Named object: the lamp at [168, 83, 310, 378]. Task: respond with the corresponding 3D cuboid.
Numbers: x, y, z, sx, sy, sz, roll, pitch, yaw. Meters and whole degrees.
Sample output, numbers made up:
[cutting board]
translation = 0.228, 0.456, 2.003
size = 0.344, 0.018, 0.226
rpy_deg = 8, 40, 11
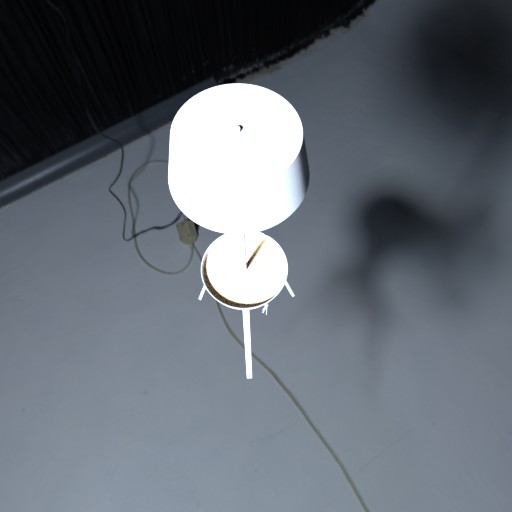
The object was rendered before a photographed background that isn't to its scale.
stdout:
[lamp]
translation = 0.000, 0.000, 1.652
size = 0.468, 1.429, 0.508
rpy_deg = -30, 68, -14
